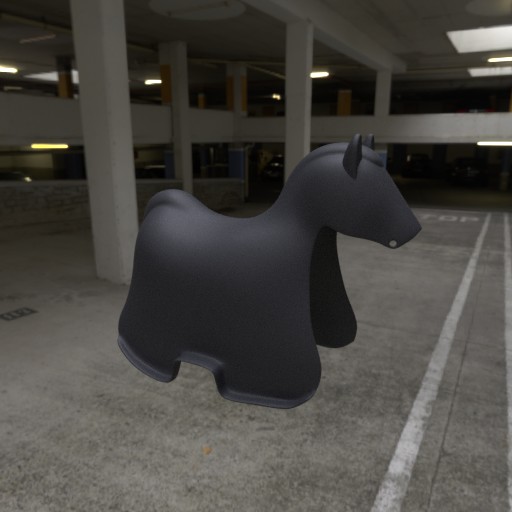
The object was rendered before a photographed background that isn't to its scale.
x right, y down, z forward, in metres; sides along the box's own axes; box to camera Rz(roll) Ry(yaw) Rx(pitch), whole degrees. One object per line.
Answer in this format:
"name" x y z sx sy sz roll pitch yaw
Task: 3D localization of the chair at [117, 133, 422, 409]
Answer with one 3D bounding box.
"chair" 0.000 0.000 1.156 0.800 0.612 0.429 8 17 27
